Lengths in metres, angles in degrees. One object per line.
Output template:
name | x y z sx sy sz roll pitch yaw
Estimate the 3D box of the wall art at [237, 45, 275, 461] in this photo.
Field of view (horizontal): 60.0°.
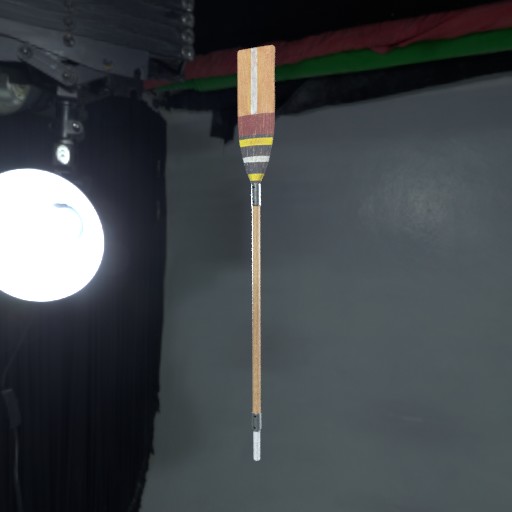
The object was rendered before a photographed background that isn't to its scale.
wall art | 0.000 0.000 1.677 0.146 1.556 0.038 0 2 19
